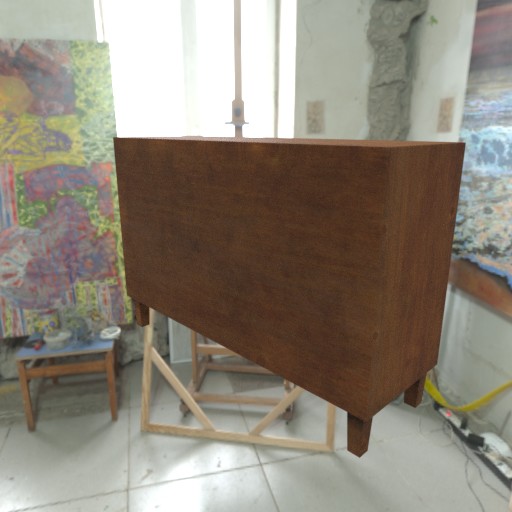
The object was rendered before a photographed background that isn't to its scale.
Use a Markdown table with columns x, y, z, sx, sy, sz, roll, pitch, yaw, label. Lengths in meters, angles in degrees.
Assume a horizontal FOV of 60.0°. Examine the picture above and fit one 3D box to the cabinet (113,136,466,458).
| x | y | z | sx | sy | sz | roll | pitch | yaw | label |
| --- | --- | --- | --- | --- | --- | --- | --- | --- | --- |
| 0.000 | 0.000 | 1.581 | 0.403 | 0.805 | 1.204 | -15 | 22 | -42 | cabinet |
